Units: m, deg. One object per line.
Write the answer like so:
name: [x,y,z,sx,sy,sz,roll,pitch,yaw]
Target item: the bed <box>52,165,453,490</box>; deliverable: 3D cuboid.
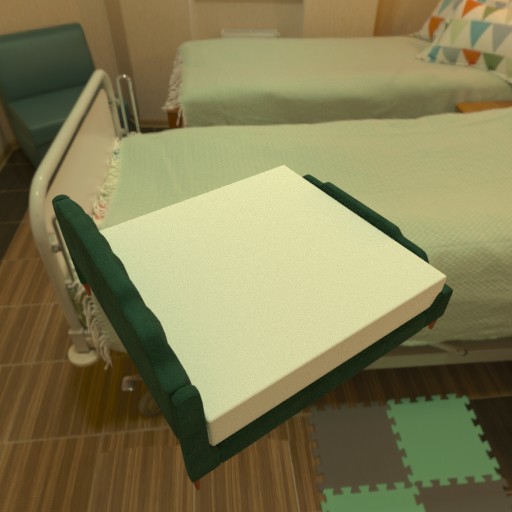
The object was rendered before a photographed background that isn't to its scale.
bed: [0.000,0.000,3.443,2.340,1.245,2.074,-24,47,-25]
